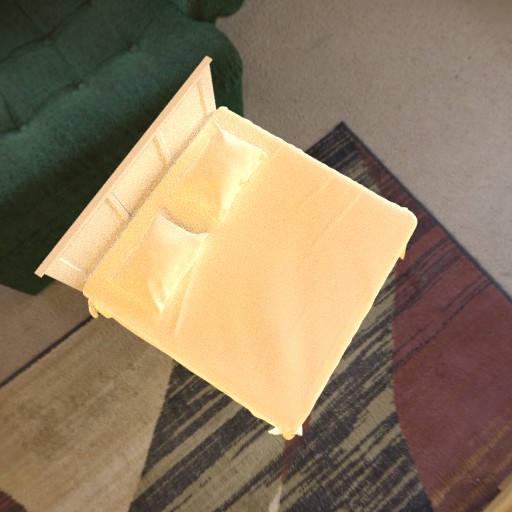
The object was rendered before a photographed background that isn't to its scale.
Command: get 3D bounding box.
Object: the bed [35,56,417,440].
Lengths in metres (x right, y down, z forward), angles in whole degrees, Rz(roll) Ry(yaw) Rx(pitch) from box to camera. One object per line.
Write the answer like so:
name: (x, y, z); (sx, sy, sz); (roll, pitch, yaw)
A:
bed: (0.000, 0.000, 3.599); (2.215, 1.273, 2.317); (32, 77, 8)
